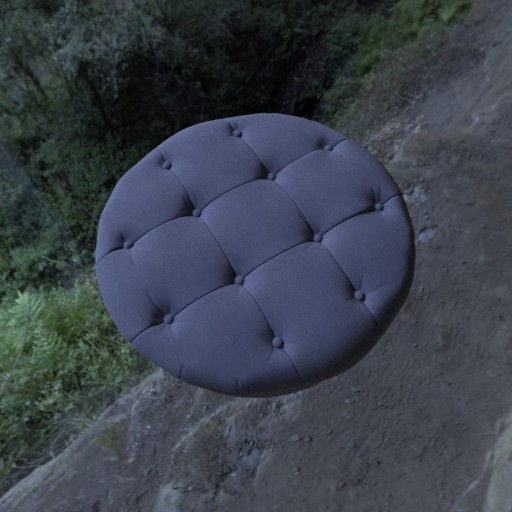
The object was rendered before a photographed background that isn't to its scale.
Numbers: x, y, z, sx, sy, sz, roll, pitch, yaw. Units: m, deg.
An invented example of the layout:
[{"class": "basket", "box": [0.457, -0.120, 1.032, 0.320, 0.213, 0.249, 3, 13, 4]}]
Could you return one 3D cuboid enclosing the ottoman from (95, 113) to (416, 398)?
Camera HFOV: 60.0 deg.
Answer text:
[{"class": "ottoman", "box": [0.000, 0.000, 1.387, 0.901, 0.439, 0.901, 0, 63, 0]}]
